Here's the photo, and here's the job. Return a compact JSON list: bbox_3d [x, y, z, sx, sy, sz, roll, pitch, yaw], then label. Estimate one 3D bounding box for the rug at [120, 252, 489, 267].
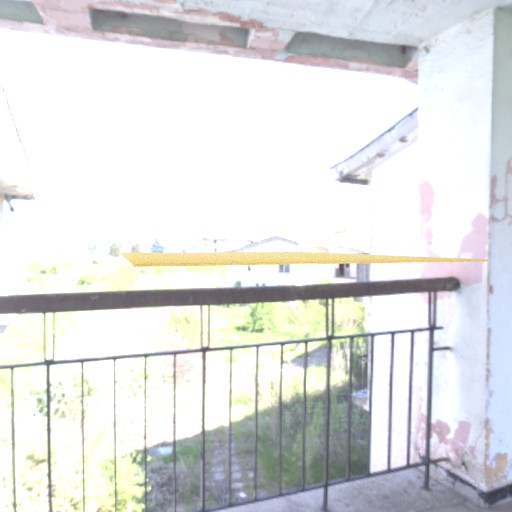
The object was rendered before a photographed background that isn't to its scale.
[{"bbox_3d":[0.000,0.000,4.366,2.486,0.015,3.242,-1,2,-18],"label":"rug"}]
